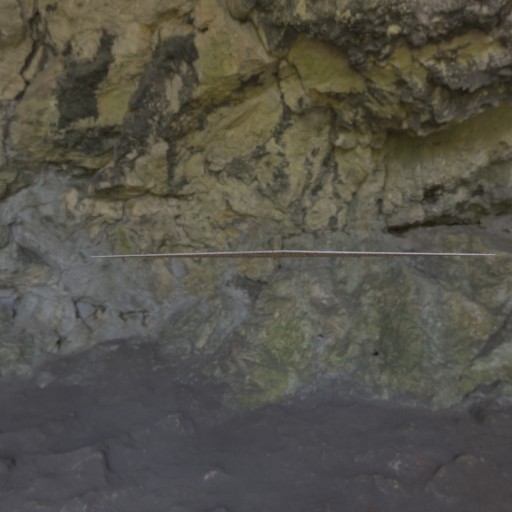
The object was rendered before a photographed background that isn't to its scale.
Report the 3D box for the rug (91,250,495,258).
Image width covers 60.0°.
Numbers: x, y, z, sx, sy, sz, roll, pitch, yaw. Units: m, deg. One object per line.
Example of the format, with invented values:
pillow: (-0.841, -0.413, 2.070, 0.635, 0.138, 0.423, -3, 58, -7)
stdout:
rug: (0.000, 0.000, 2.994, 1.515, 0.007, 2.427, 0, -1, -35)
